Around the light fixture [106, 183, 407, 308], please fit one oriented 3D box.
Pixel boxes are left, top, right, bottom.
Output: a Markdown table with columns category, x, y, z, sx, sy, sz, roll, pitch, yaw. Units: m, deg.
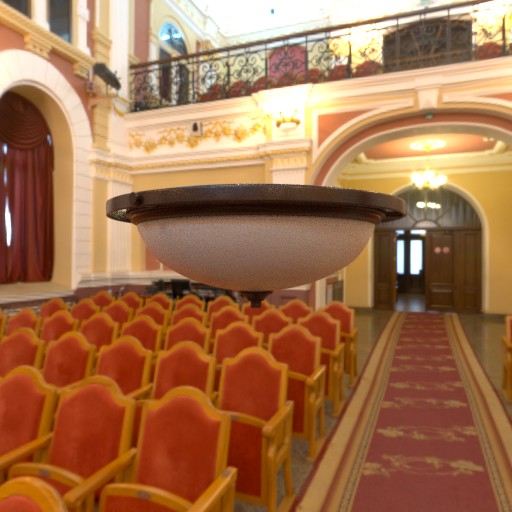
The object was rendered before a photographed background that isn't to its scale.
| category | x | y | z | sx | sy | sz | roll | pitch | yaw |
| --- | --- | --- | --- | --- | --- | --- | --- | --- | --- |
| light fixture | 0.000 | 0.000 | 0.562 | 0.361 | 0.130 | 0.361 | 0 | 0 | 0 |
